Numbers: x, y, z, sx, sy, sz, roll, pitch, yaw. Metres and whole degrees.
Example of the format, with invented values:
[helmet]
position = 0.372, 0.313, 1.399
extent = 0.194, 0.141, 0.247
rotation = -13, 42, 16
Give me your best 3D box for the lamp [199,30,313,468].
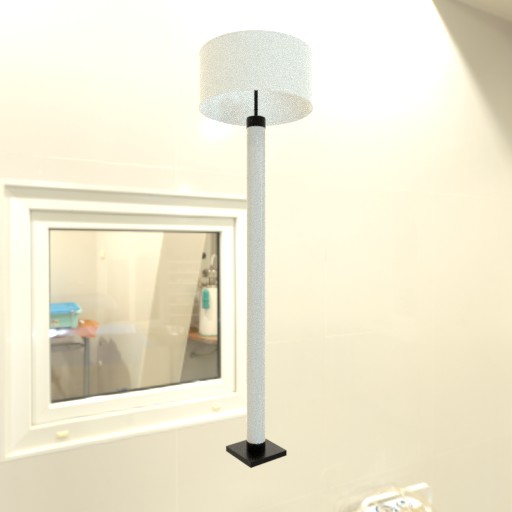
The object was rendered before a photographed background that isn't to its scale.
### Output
[lamp]
position = 0.000, 0.000, 1.640
extent = 0.420, 1.475, 0.420
rotation = 0, 1, -36
